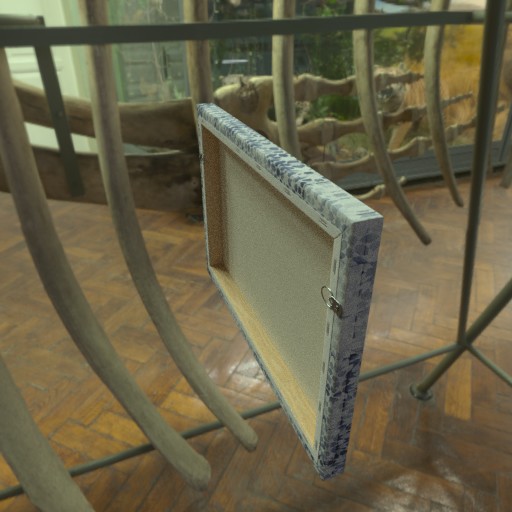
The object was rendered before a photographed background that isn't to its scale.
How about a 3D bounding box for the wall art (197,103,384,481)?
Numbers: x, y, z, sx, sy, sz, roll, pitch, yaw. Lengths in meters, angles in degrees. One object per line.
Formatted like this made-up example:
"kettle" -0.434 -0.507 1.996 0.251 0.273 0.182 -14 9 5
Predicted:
"wall art" 0.000 0.000 1.162 0.057 0.608 0.911 -11 32 -18
